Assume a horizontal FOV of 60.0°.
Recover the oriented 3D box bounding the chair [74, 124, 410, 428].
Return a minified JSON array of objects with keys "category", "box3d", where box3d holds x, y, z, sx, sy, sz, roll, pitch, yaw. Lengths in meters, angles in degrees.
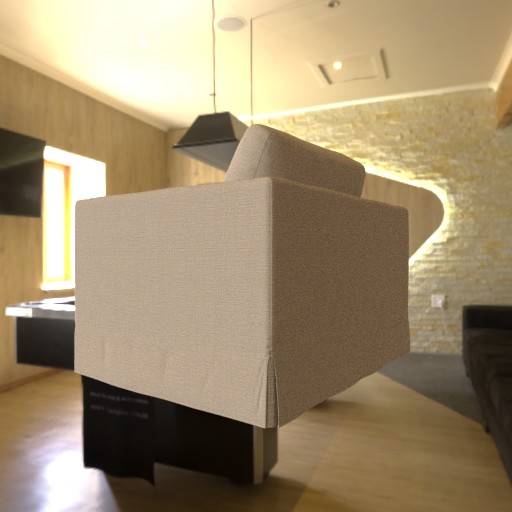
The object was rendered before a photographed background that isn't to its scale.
[{"category":"chair","box3d":[0.000,0.000,1.865,0.957,0.878,1.150,1,1,37]}]
